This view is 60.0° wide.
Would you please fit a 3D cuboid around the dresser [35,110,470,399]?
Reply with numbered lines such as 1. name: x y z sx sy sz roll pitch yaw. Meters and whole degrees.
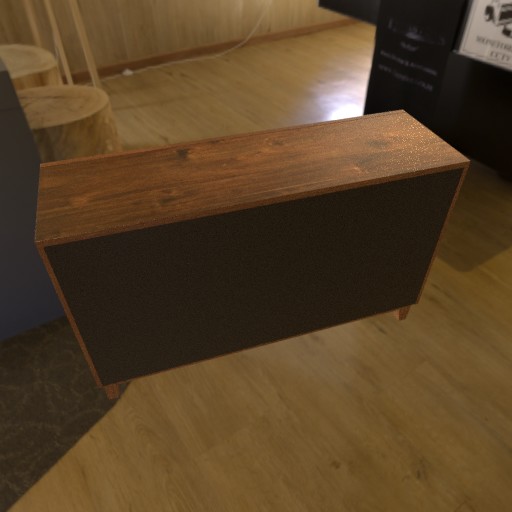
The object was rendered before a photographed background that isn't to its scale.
1. dresser: 0.000 0.000 1.806 1.400 0.873 0.446 -12 44 -13
